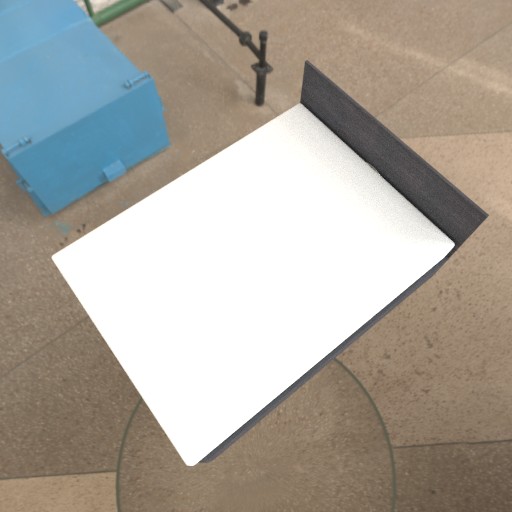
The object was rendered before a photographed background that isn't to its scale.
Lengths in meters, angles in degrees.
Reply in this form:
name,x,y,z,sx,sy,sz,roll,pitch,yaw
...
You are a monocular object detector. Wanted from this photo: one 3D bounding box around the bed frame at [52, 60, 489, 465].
name,x,y,z,sx,sy,sz,roll,pitch,yaw
bed frame,0.000,0.000,2.585,1.900,0.800,1.400,-35,70,-15
